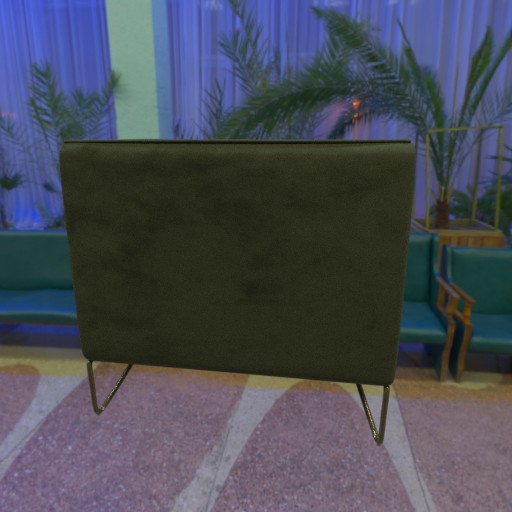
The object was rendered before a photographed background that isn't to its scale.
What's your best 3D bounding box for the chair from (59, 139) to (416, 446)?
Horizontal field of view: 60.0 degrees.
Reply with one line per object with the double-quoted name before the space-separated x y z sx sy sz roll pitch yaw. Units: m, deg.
"chair" 0.000 0.000 1.538 0.880 0.790 0.894 2 15 9
